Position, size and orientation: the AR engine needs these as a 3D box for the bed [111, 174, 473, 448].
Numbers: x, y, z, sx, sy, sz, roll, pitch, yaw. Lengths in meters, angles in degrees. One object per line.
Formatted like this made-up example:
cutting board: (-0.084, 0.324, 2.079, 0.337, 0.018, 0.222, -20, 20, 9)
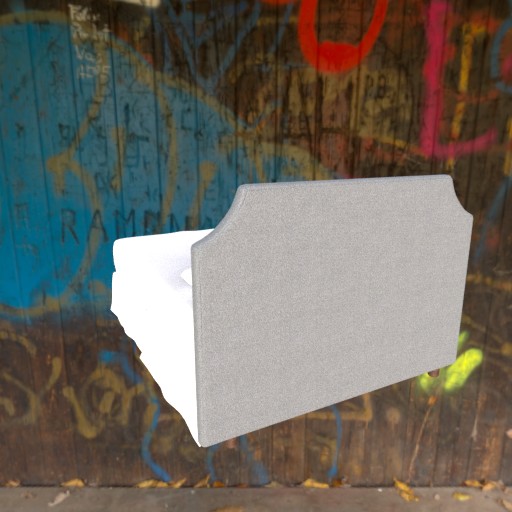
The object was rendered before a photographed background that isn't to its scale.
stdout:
bed: (0.000, 0.000, 3.328, 1.811, 1.296, 2.259, -8, 16, -27)
